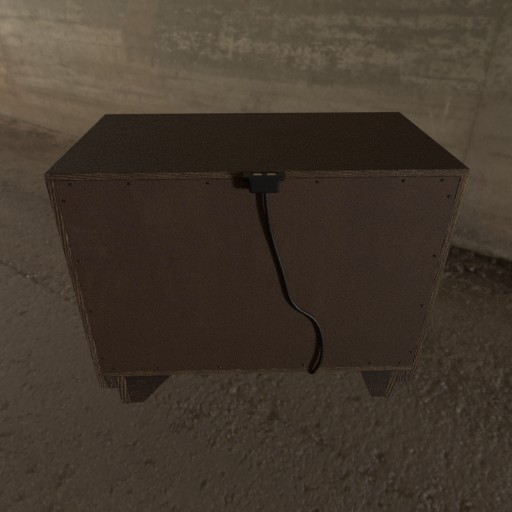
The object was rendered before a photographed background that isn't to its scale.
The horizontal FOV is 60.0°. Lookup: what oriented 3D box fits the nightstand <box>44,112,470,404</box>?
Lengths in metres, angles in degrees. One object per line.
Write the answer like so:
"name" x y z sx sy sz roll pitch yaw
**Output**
"nightstand" 0.000 0.000 1.137 0.775 0.612 0.457 -1 32 -1
